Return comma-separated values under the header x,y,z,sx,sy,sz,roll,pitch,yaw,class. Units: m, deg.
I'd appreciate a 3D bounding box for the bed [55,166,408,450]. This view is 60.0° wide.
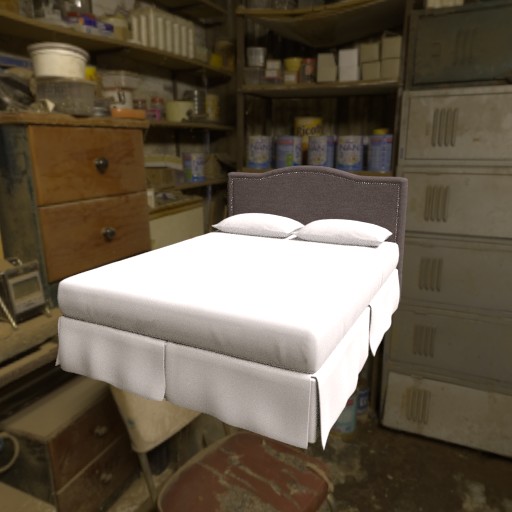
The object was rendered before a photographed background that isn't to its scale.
x,y,z,sx,sy,sz,roll,pitch,yaw,class
0.000,0.000,3.886,2.161,1.457,2.689,7,16,26,bed
